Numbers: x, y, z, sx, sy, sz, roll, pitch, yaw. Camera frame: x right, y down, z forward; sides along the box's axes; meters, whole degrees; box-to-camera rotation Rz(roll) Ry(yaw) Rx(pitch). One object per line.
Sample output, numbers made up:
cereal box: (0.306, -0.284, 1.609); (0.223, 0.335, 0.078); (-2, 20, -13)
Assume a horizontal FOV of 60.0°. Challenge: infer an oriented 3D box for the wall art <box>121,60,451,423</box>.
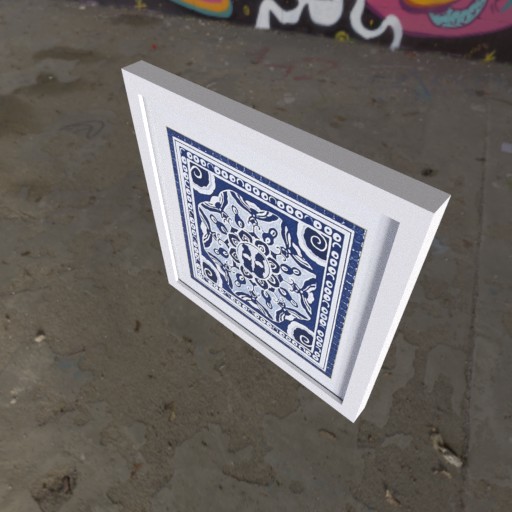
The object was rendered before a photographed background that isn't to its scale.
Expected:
wall art: (0.000, 0.000, 0.526); (0.355, 0.355, 0.027); (32, 55, 27)
